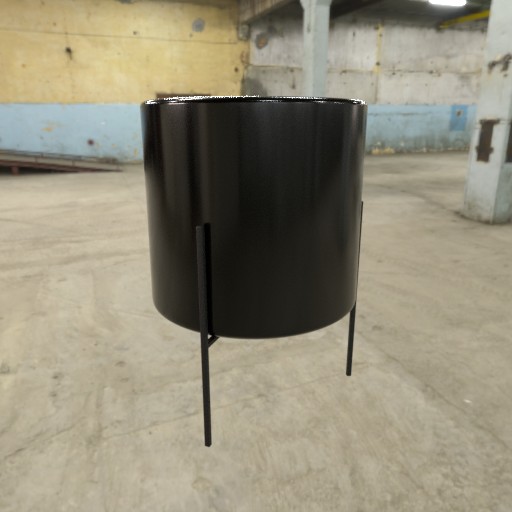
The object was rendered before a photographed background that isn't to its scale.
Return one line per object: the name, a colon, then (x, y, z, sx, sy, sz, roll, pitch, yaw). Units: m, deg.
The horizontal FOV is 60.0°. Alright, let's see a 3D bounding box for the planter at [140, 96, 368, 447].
planter: (0.000, 0.000, 0.658, 0.310, 0.432, 0.310, 2, 17, 7)
